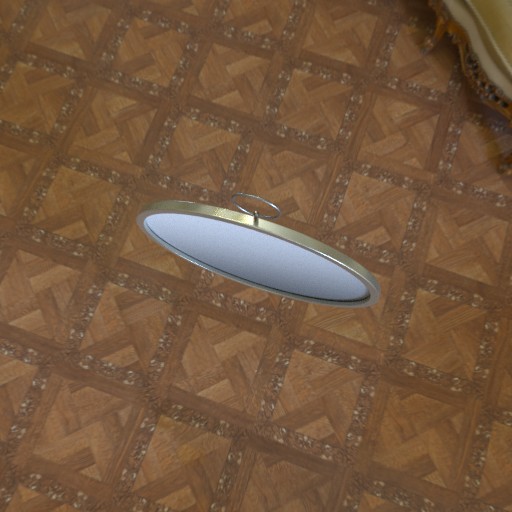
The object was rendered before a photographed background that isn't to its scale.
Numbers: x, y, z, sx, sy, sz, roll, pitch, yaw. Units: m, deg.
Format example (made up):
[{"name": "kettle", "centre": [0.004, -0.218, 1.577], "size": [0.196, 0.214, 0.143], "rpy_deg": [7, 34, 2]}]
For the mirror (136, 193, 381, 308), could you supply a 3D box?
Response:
[{"name": "mirror", "centre": [0.000, 0.000, 1.013], "size": [0.594, 0.713, 0.020], "rpy_deg": [18, 76, 5]}]
